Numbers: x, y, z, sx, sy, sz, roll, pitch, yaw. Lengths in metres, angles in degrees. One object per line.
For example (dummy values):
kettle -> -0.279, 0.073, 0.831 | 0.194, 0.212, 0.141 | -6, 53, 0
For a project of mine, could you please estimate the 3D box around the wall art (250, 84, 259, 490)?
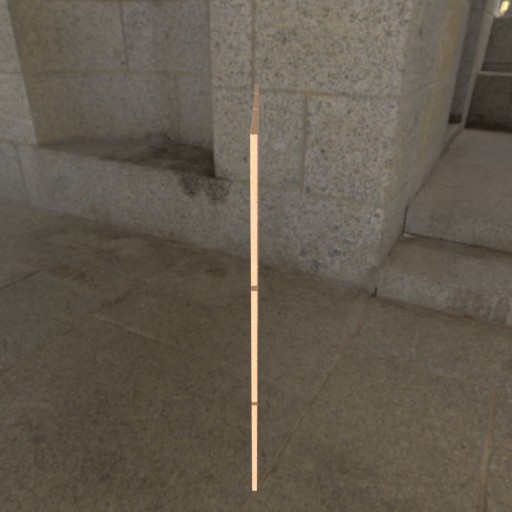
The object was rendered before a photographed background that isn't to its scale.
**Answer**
wall art -> 0.000, 0.000, 1.809 | 0.016, 1.207, 1.217 | 0, 26, 0
